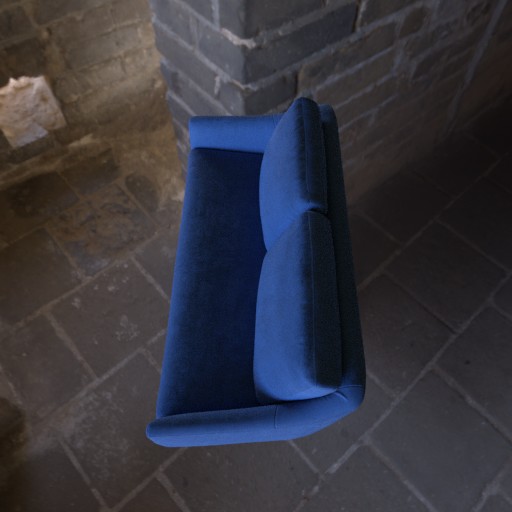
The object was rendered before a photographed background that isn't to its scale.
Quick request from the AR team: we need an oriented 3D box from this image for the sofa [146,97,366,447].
[{"bbox_3d":[0.000,0.000,2.564,0.960,0.903,2.036,1,59,0],"label":"sofa"}]
